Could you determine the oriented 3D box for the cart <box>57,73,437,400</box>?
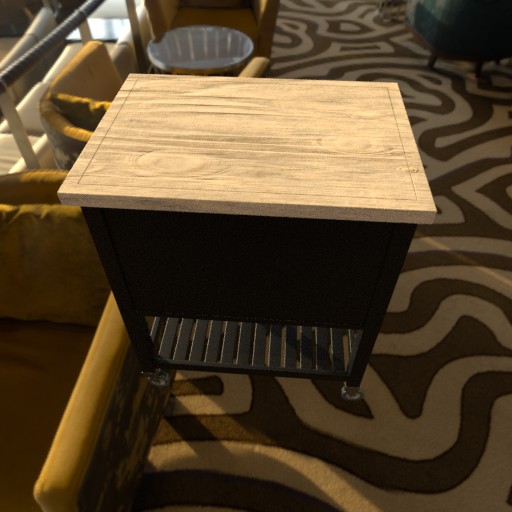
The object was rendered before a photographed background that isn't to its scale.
[{"bbox_3d":[0.000,0.000,1.440,0.797,0.920,0.567,3,47,3],"label":"cart"}]
